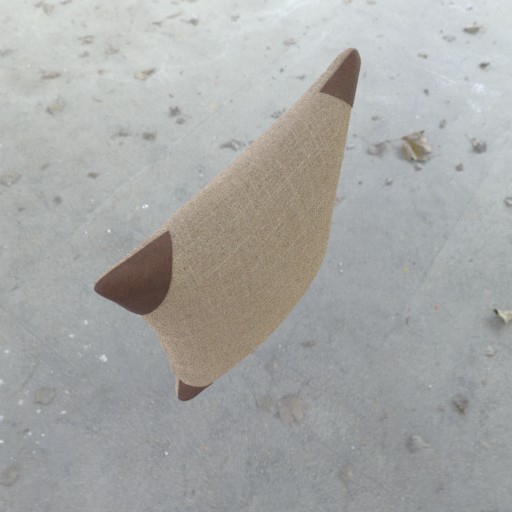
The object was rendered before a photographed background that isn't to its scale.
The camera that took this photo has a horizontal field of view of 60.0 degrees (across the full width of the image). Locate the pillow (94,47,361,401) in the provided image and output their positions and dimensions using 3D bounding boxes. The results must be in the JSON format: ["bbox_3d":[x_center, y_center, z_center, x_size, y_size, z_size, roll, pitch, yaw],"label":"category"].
[{"bbox_3d":[0.000,0.000,0.655,0.147,0.448,0.437,32,64,18],"label":"pillow"}]
